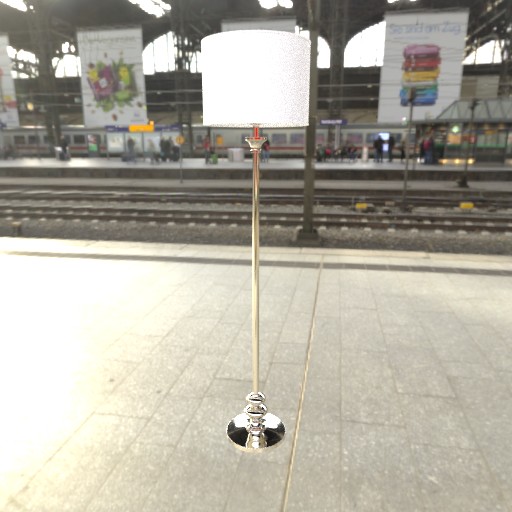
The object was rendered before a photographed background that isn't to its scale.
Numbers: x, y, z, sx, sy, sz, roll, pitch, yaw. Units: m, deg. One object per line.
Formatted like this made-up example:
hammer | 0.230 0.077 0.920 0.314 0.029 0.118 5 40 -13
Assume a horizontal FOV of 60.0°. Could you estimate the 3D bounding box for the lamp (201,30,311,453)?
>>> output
lamp | 0.000 0.000 1.625 0.356 1.487 0.356 2 14 8
